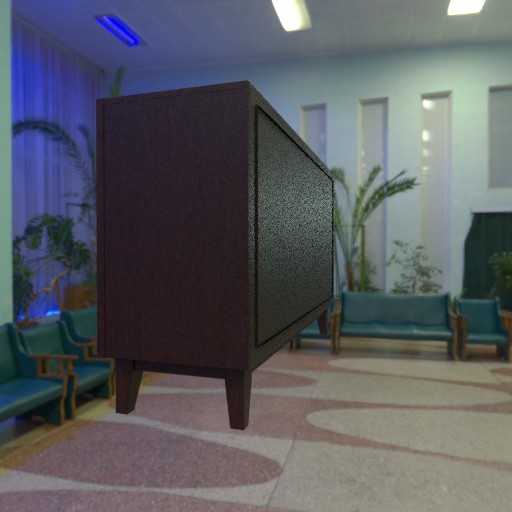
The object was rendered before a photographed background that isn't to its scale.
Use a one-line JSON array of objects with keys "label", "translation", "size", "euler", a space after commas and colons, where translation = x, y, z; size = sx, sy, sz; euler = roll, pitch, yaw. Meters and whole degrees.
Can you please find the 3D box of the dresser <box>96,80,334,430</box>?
[{"label": "dresser", "translation": [0.000, 0.000, 2.036], "size": [0.499, 0.971, 1.609], "euler": [0, 1, 18]}]
